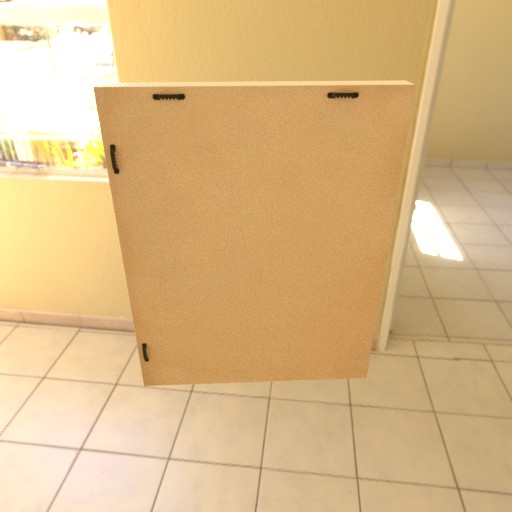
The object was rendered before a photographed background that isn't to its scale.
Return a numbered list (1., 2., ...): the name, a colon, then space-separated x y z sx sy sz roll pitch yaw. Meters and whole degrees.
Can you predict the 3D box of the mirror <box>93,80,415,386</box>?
1. mirror: 0.000 0.000 0.694 0.405 0.508 0.041 -1 29 -2
